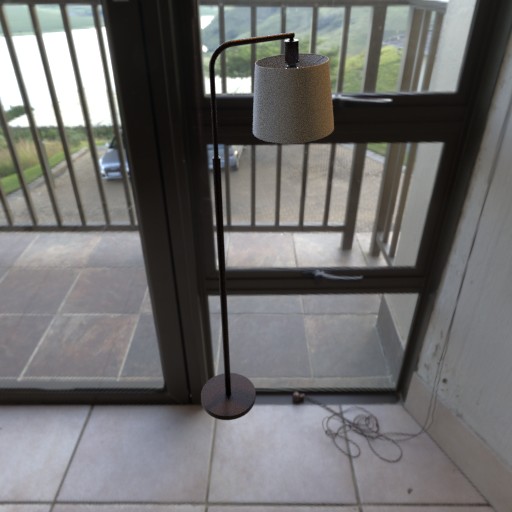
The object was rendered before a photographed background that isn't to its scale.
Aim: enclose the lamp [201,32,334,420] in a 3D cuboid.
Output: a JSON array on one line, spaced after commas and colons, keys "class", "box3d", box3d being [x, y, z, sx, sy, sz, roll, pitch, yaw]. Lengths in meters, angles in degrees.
[{"class": "lamp", "box3d": [0.000, 0.000, 1.639, 0.508, 1.478, 0.254, -10, 35, -15]}]
